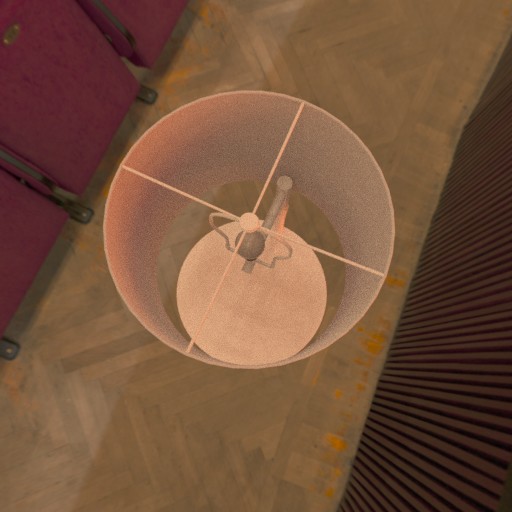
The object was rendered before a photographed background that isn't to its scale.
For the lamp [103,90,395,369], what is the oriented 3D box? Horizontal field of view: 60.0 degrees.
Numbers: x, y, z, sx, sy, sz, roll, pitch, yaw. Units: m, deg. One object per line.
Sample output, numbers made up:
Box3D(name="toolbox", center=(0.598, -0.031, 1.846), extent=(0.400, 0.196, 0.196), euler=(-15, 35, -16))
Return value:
Box3D(name="lamp", center=(0.000, 0.000, 0.679), extent=(0.299, 0.454, 0.341), euler=(23, 77, 5))
